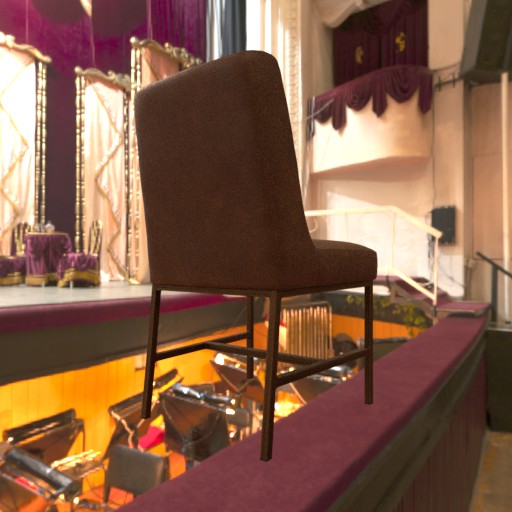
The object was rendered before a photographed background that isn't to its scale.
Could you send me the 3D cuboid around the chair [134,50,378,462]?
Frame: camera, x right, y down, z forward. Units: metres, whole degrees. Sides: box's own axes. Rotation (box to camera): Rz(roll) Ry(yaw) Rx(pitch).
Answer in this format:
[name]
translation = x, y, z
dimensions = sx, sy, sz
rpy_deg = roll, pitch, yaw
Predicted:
[chair]
translation = 0.000, 0.000, 1.276
dimensions = 0.508, 0.889, 0.587
rpy_deg = 0, 0, 38
